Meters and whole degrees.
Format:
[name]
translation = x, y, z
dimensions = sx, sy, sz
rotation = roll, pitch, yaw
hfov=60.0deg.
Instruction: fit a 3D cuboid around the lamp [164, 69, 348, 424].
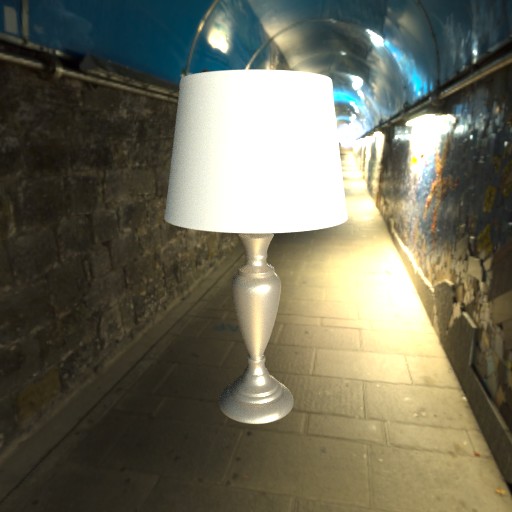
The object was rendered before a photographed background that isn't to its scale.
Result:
[lamp]
translation = 0.000, 0.000, 0.828
dimensions = 0.328, 0.612, 0.328
rotation = 0, 14, 0
